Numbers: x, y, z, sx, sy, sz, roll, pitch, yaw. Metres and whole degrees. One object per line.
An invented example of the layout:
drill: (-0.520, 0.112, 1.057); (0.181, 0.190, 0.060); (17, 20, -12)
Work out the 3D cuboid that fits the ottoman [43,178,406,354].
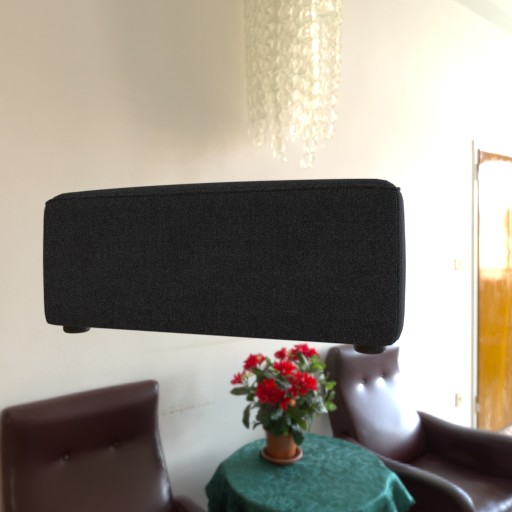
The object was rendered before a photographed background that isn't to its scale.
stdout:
ottoman: (0.000, 0.000, 1.581); (1.000, 0.439, 1.000); (0, 1, 18)
